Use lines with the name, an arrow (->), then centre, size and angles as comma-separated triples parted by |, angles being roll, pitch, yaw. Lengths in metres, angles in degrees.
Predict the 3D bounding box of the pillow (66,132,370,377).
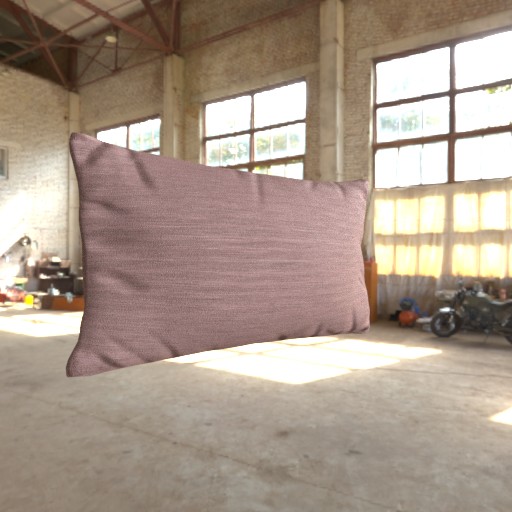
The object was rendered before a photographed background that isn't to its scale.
pillow -> 0.000, 0.000, 0.788 | 0.633, 0.338, 0.210 | 0, 0, -37
